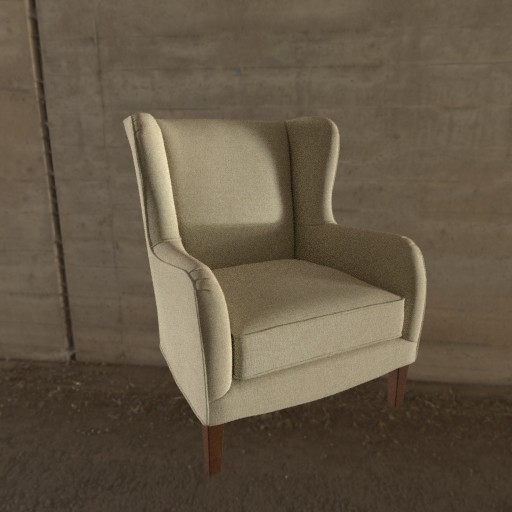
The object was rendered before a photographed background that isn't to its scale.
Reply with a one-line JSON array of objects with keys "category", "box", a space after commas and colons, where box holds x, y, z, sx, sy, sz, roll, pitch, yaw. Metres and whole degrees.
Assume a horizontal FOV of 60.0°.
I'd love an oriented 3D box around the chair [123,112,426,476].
[{"category": "chair", "box": [0.000, 0.000, 1.690, 0.838, 1.040, 0.966, -8, 17, -27]}]
